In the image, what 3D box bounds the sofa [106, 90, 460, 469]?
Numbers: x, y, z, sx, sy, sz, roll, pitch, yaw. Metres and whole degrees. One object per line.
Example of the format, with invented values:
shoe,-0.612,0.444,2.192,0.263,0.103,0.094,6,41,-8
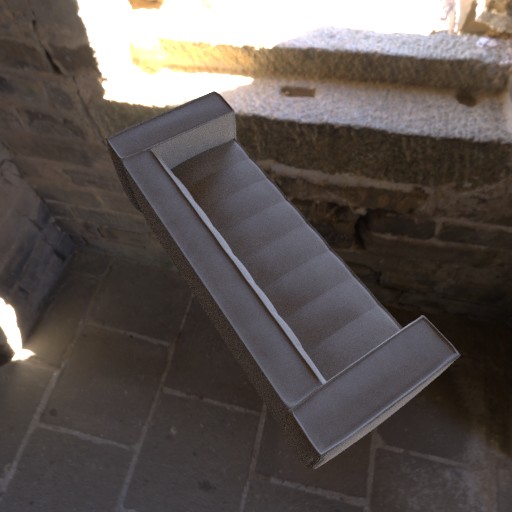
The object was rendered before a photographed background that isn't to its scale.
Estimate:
sofa,0.000,0.000,3.165,1.038,0.680,2.697,-29,63,-17
